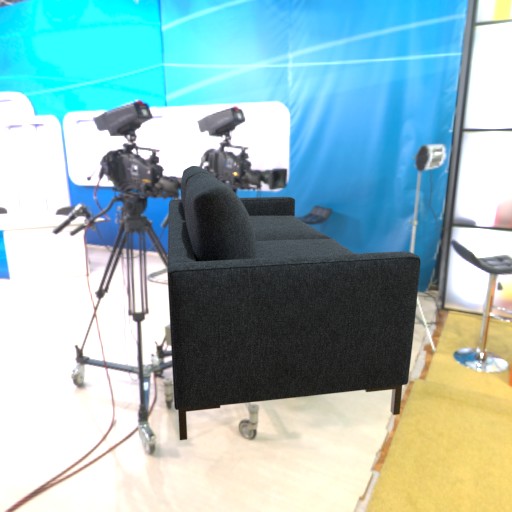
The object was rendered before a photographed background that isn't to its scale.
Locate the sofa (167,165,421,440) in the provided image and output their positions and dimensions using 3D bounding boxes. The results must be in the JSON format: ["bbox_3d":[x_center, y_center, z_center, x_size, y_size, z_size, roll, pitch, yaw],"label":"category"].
[{"bbox_3d":[0.000,0.000,2.272,0.866,0.862,1.716,-3,15,-10],"label":"sofa"}]
